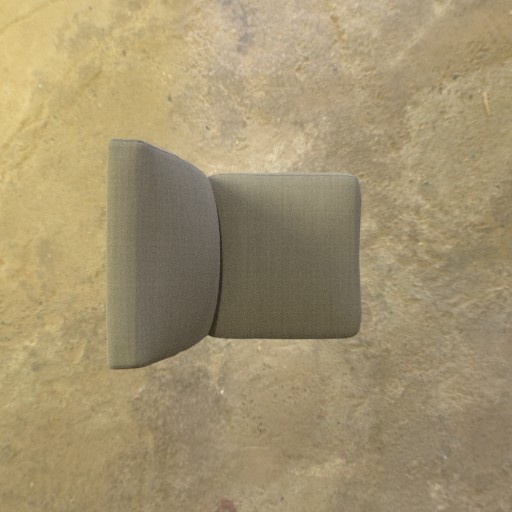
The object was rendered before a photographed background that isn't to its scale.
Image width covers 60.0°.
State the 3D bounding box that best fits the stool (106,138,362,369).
[{"bbox_3d":[0.000,0.000,1.288,0.570,1.019,0.459,0,90,-1],"label":"stool"}]
